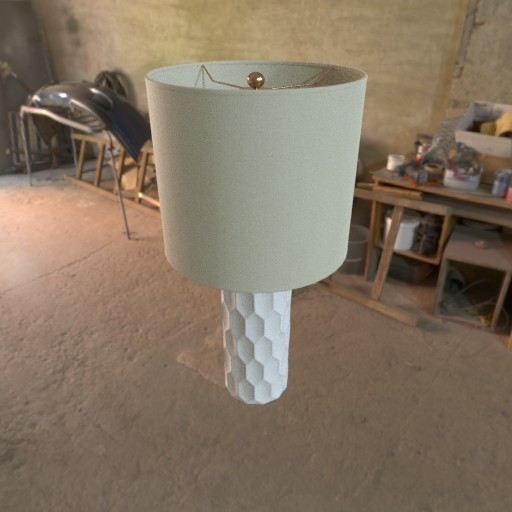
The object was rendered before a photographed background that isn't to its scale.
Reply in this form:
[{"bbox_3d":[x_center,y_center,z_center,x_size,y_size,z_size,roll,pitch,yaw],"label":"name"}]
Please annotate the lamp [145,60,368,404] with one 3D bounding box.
[{"bbox_3d":[0.000,0.000,0.694,0.277,0.537,0.277,1,30,2],"label":"lamp"}]
